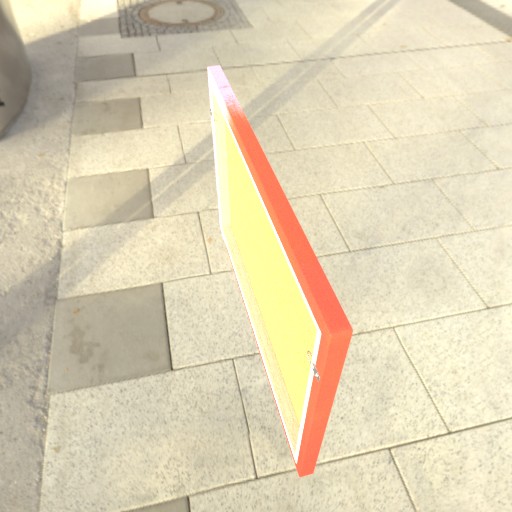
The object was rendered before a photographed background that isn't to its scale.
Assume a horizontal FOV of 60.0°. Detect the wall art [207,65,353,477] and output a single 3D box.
[{"bbox_3d":[0.000,0.000,1.146,0.040,0.609,0.913,-11,47,-10],"label":"wall art"}]
